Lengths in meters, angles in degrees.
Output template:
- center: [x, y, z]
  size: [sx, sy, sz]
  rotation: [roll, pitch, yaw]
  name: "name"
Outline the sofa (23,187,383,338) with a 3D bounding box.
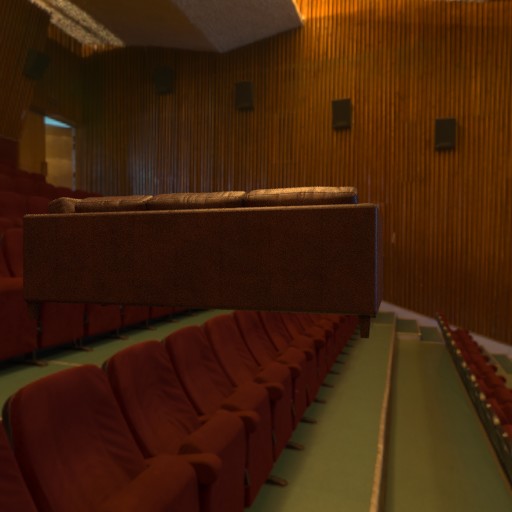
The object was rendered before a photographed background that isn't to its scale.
- center: [0.000, 0.000, 4.364]
  size: [2.452, 0.891, 3.324]
  rotation: [0, 0, 18]
  name: "sofa"
